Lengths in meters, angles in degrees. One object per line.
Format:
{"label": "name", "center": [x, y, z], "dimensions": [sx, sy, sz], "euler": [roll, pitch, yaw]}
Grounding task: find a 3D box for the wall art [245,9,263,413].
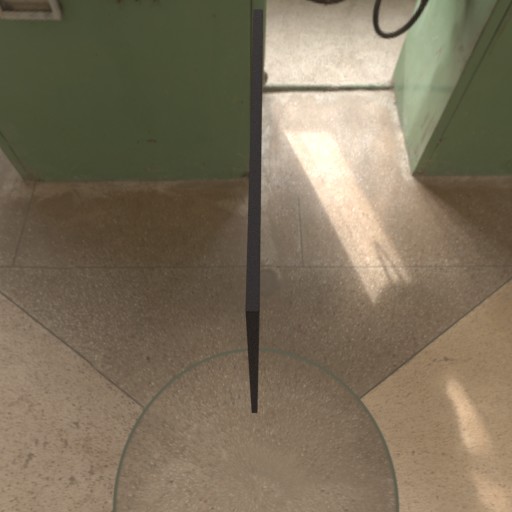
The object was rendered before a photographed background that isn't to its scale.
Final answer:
{"label": "wall art", "center": [0.000, 0.000, 0.665], "dimensions": [0.012, 0.529, 0.374], "euler": [1, 62, 0]}
